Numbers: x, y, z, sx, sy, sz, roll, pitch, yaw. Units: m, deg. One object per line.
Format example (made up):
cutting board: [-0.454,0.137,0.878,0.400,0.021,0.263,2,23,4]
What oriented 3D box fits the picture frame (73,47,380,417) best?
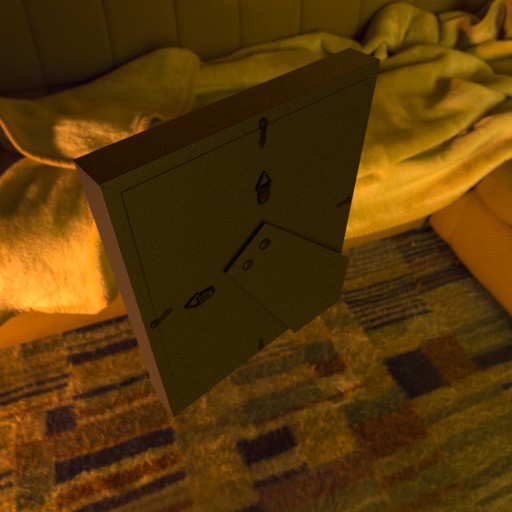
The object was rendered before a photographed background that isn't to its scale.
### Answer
picture frame: [0.000,0.000,0.389,0.232,0.284,0.042,-33,55,-27]
